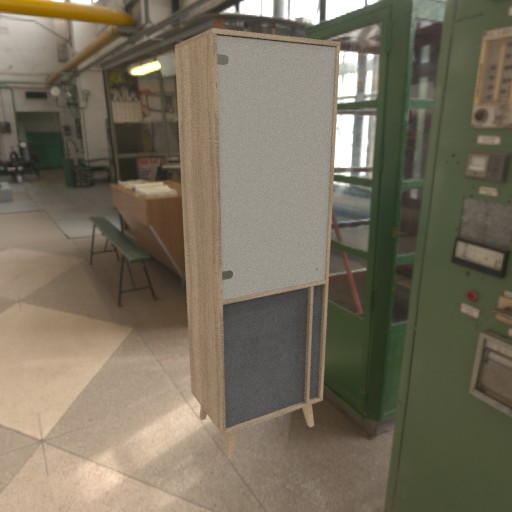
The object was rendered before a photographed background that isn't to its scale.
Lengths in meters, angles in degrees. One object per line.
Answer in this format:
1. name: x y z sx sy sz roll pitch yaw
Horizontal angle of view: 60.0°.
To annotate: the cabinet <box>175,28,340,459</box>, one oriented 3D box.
1. cabinet: 0.000 0.000 2.115 0.570 1.850 0.400 -9 19 -28
